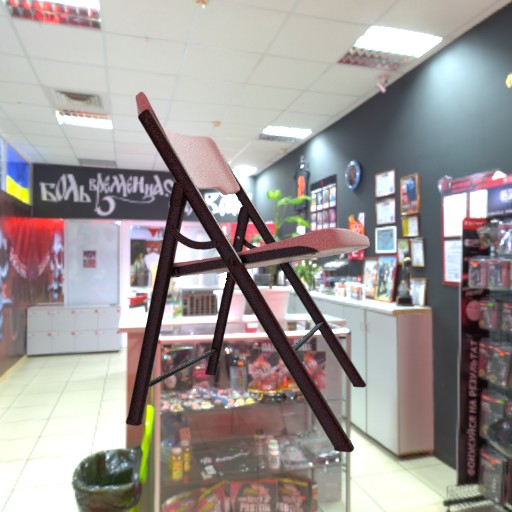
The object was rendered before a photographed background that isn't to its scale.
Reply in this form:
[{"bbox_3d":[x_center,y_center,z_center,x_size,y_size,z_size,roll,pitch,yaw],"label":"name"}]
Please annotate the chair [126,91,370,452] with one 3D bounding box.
[{"bbox_3d":[0.000,0.000,1.160,0.577,0.765,0.482,0,0,17],"label":"chair"}]
